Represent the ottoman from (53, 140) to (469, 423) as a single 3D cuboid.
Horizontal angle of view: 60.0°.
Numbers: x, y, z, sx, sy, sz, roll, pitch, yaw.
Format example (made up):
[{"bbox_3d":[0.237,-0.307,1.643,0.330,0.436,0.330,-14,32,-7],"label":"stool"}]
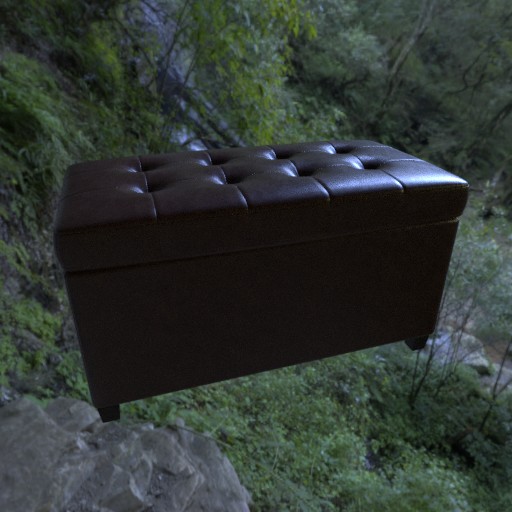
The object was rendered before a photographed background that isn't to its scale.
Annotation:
[{"bbox_3d":[0.000,0.000,1.102,0.838,0.470,0.432,-8,29,-16],"label":"ottoman"}]
